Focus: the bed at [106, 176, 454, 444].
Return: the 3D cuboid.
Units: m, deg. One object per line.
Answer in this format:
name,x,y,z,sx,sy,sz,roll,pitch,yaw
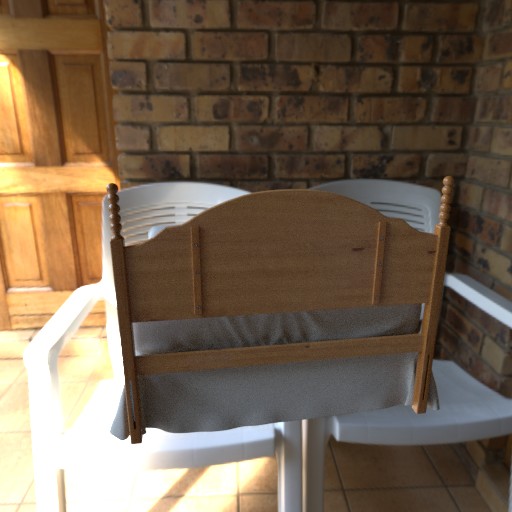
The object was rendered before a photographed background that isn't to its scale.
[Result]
bed,0.000,0.000,3.183,1.873,1.356,2.040,-3,18,-9
